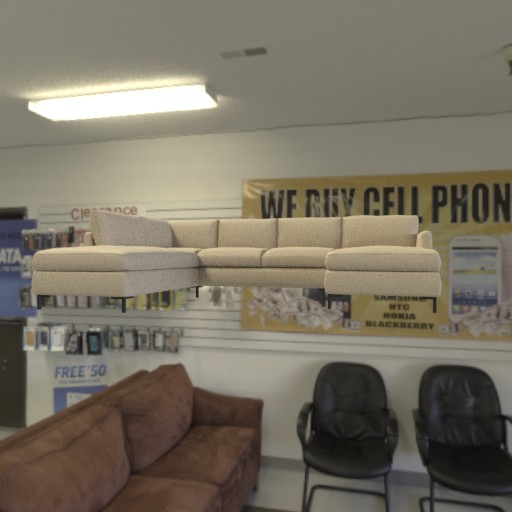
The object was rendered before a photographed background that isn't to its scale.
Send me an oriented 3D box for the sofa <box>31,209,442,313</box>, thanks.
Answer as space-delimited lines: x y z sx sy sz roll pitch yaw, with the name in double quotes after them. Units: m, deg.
0.000 0.000 3.585 2.737 0.756 1.879 0 0 17 "sofa"
